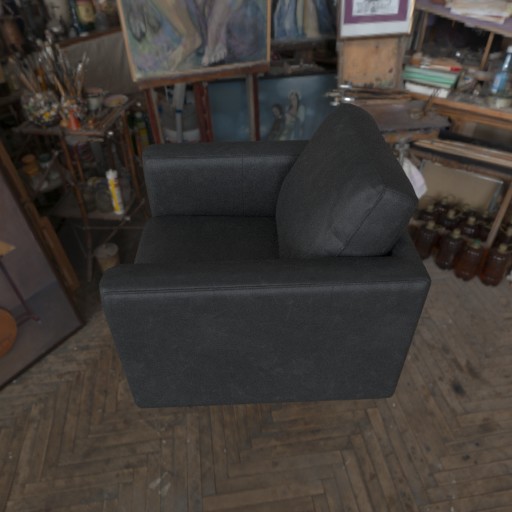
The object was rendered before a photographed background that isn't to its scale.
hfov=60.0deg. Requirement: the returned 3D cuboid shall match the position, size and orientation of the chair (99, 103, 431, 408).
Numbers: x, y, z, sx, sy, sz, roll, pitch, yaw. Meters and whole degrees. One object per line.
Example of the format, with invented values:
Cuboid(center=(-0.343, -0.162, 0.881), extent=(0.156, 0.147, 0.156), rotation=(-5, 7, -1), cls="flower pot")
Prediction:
Cuboid(center=(0.000, 0.000, 1.558), extent=(0.879, 0.898, 0.831), rotation=(-2, 40, -2), cls="chair")
